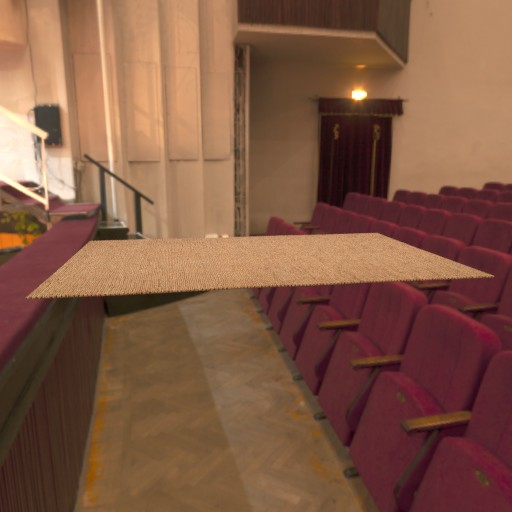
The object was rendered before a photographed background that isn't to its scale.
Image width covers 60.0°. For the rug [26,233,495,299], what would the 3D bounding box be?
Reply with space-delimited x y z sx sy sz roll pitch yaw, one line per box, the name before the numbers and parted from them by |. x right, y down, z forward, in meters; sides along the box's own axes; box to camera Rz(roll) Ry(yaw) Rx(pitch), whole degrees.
rug | 0.000 0.000 2.999 2.439 0.011 1.533 -2 12 -9
